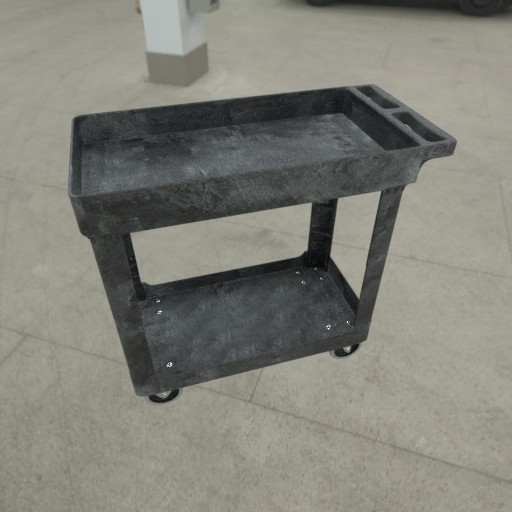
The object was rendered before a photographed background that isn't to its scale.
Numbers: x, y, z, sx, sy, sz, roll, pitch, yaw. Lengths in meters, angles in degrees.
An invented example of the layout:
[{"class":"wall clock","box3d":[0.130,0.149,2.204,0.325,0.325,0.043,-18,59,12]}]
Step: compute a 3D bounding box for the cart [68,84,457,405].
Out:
[{"class":"cart","box3d":[0.000,0.000,1.356,0.877,0.824,0.420,-11,41,-13]}]
